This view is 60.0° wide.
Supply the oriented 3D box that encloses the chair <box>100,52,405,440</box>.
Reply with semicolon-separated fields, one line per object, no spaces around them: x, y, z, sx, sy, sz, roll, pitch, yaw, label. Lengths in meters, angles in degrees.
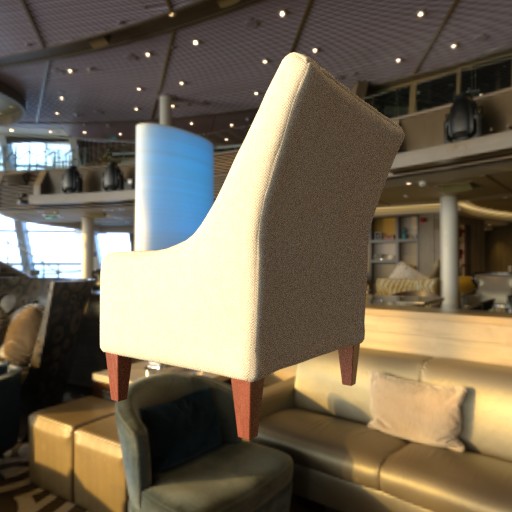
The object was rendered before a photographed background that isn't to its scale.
0.000;0.000;1.630;0.870;1.014;0.774;-1;-1;36;chair
